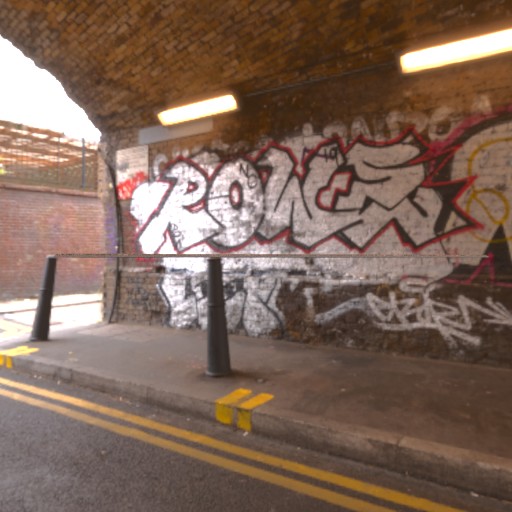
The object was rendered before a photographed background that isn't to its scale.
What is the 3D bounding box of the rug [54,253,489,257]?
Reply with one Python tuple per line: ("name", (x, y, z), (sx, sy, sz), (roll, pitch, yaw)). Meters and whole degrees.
("rug", (0.000, 0.000, 3.740), (2.901, 0.026, 2.043), (0, 0, -18))
